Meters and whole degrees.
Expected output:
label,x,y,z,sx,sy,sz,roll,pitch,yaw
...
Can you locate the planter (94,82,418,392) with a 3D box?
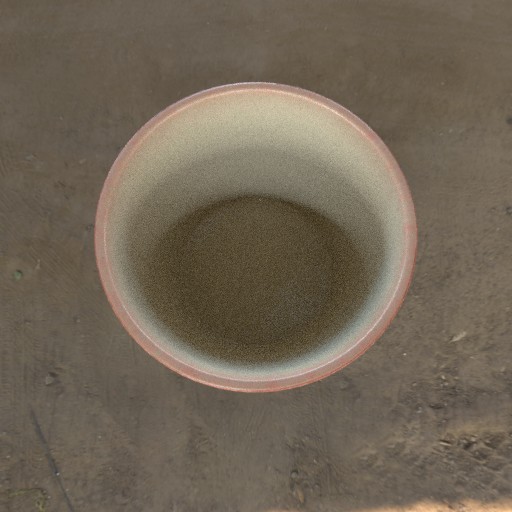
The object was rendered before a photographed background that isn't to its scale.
label,x,y,z,sx,sy,sz,roll,pitch,yaw
planter,0.000,0.000,0.488,0.273,0.237,0.273,0,76,0
